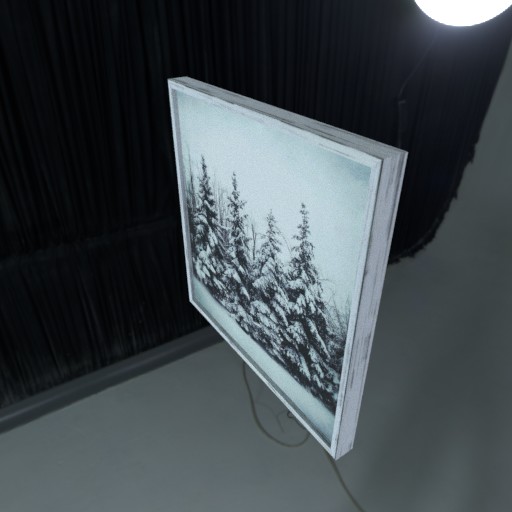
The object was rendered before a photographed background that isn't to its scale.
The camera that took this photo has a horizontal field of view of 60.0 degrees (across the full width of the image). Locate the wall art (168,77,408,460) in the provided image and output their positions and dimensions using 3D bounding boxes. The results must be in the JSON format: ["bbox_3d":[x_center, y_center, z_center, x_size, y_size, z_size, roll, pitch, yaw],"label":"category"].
[{"bbox_3d":[0.000,0.000,0.766,0.038,0.506,0.506,-20,37,-29],"label":"wall art"}]
